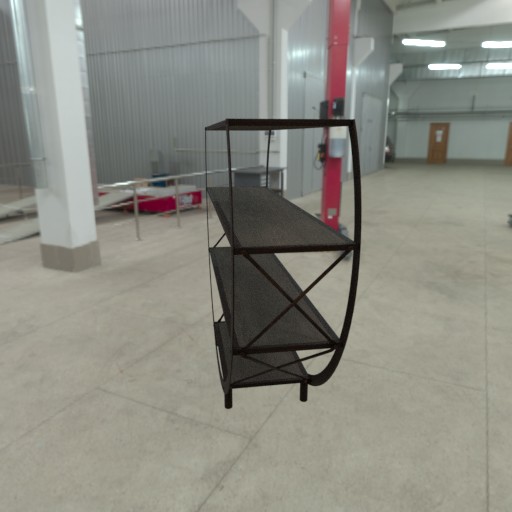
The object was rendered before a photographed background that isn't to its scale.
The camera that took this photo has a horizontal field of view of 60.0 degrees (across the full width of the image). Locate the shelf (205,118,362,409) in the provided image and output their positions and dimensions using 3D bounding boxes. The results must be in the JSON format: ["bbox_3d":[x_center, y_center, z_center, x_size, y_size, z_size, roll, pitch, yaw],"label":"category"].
[{"bbox_3d":[0.000,0.000,1.866,0.344,1.063,1.403,-2,15,-9],"label":"shelf"}]
